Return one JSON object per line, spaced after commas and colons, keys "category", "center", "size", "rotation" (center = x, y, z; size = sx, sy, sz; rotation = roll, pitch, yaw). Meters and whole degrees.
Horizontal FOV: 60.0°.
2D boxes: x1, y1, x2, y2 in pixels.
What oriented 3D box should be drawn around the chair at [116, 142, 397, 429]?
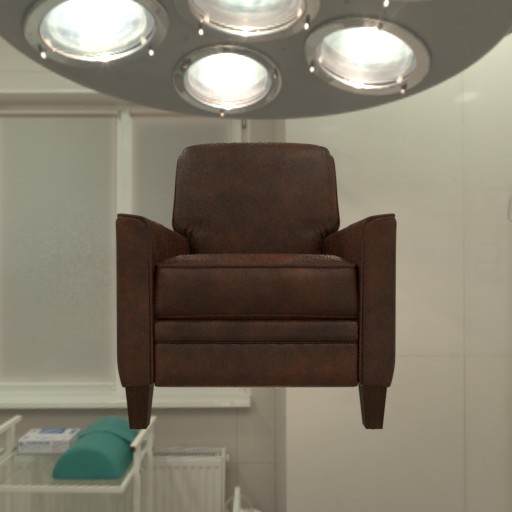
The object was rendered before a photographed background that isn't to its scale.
{"category": "chair", "center": [0.000, 0.000, 1.682], "size": [0.843, 1.043, 0.836], "rotation": [0, -1, 0]}
